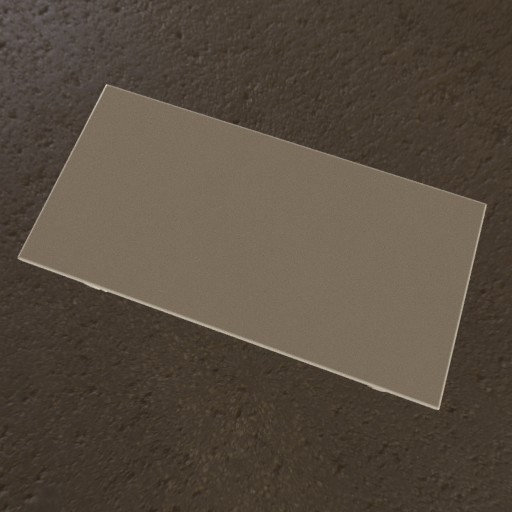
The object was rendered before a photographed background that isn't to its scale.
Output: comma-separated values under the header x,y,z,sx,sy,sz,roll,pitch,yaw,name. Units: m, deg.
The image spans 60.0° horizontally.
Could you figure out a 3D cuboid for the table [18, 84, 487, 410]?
x,y,z,sx,sy,sz,roll,pitch,yaw,name
0.000,0.000,1.400,1.107,0.510,0.550,19,76,5,table
